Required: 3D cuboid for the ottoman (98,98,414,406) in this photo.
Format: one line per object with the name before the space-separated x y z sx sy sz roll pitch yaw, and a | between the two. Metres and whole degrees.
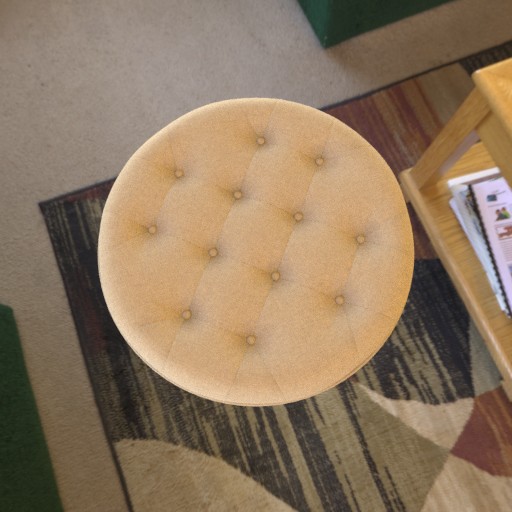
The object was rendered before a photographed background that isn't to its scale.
ottoman | 0.000 0.000 1.352 0.849 0.478 0.849 0 75 0
